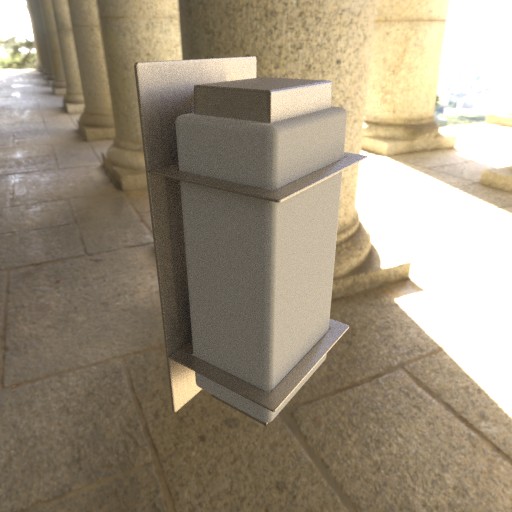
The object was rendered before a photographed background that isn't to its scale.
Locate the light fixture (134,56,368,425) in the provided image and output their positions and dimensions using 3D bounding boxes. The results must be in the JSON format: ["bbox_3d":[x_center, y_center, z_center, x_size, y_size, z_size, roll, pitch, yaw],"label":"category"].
[{"bbox_3d":[0.000,0.000,0.471,0.160,0.380,0.168,17,31,31],"label":"light fixture"}]
